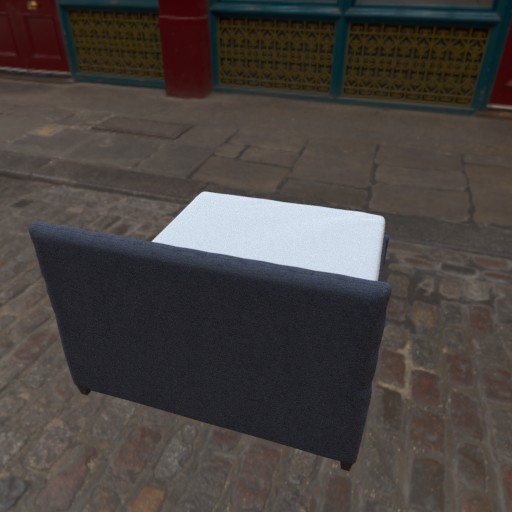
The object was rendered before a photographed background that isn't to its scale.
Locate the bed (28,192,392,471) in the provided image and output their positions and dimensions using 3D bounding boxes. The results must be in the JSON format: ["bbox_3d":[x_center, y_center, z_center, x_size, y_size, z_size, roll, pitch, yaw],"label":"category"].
[{"bbox_3d":[0.000,0.000,3.615,2.078,1.427,2.387,10,34,15],"label":"bed"}]
